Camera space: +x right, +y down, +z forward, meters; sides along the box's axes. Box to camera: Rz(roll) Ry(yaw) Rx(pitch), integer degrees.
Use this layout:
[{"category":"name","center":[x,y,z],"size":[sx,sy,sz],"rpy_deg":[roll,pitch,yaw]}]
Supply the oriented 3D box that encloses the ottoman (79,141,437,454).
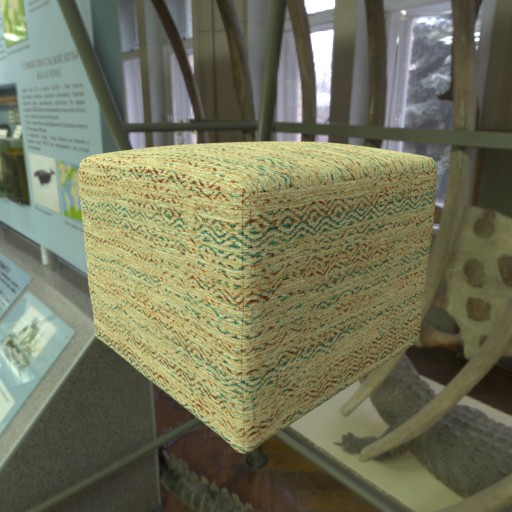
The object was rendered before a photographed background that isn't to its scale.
[{"category":"ottoman","center":[0.000,0.000,0.916],"size":[0.521,0.453,0.512],"rpy_deg":[-15,23,-40]}]
